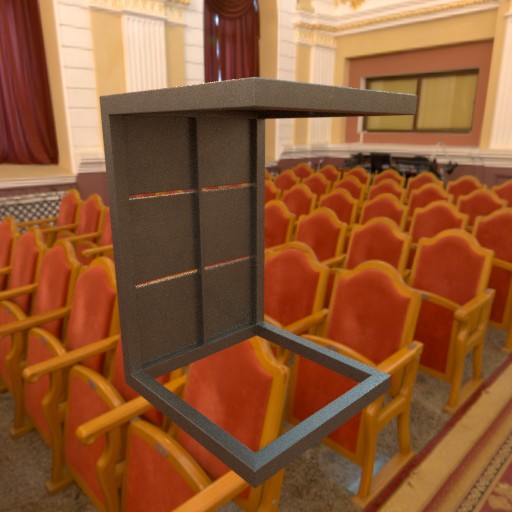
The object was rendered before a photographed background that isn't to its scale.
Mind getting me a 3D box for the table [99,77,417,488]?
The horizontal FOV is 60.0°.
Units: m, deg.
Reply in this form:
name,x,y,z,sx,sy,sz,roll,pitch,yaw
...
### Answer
name,x,y,z,sx,sy,sz,roll,pitch,yaw
table,0.000,0.000,0.892,0.405,0.609,0.420,-15,21,-42
